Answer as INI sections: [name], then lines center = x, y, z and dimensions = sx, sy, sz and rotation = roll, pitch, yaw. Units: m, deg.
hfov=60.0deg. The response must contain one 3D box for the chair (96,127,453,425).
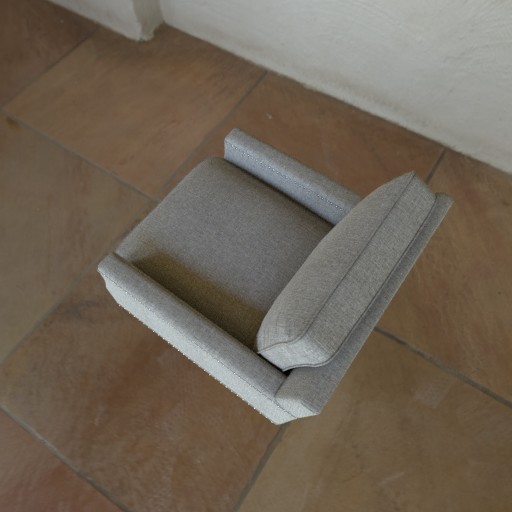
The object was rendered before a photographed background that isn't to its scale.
[chair]
center = 0.000, 0.000, 1.734
dimensions = 1.014, 0.943, 0.853
rotation = 33, 67, 16
